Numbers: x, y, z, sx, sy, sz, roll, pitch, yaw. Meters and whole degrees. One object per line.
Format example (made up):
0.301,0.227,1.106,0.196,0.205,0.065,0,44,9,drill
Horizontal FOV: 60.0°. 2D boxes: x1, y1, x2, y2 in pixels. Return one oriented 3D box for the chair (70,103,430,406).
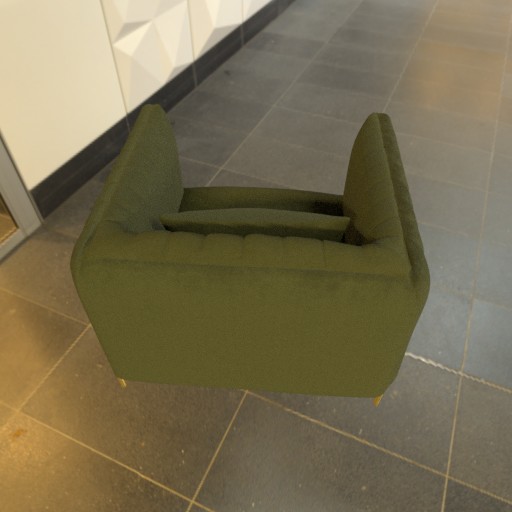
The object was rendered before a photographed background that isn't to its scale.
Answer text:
0.000,0.000,1.678,1.032,0.794,0.877,3,47,3,chair
